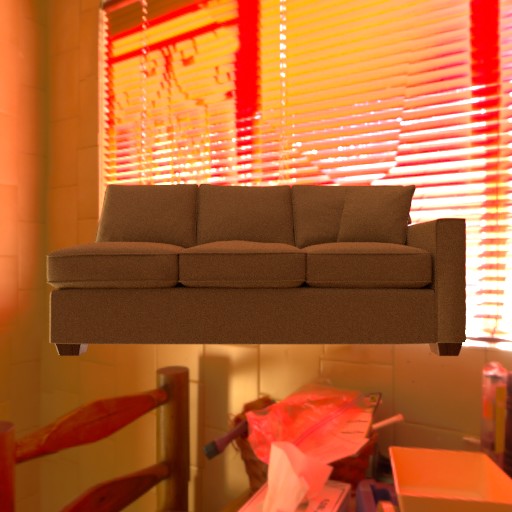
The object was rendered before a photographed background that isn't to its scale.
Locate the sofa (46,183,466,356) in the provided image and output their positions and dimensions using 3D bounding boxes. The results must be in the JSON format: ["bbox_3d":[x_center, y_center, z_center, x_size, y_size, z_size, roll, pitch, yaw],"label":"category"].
[{"bbox_3d":[0.000,0.000,2.530,1.963,0.946,1.034,0,-1,0],"label":"sofa"}]
